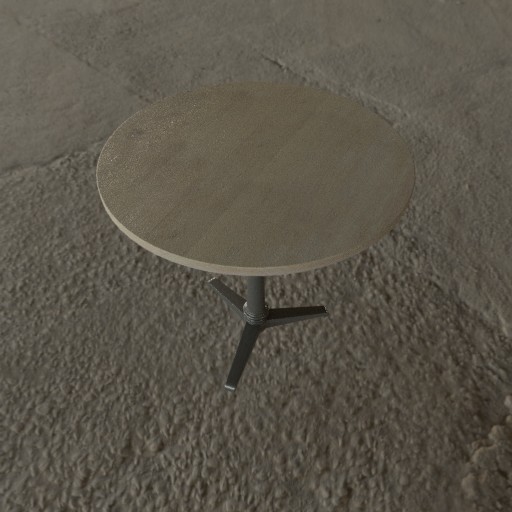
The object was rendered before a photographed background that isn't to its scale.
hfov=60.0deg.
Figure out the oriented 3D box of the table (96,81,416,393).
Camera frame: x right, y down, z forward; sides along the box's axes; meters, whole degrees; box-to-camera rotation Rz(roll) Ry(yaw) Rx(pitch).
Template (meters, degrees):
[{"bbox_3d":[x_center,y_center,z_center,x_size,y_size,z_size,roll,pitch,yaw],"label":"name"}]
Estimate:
[{"bbox_3d":[0.000,0.000,1.427,0.800,0.780,0.800,0,47,0],"label":"table"}]
